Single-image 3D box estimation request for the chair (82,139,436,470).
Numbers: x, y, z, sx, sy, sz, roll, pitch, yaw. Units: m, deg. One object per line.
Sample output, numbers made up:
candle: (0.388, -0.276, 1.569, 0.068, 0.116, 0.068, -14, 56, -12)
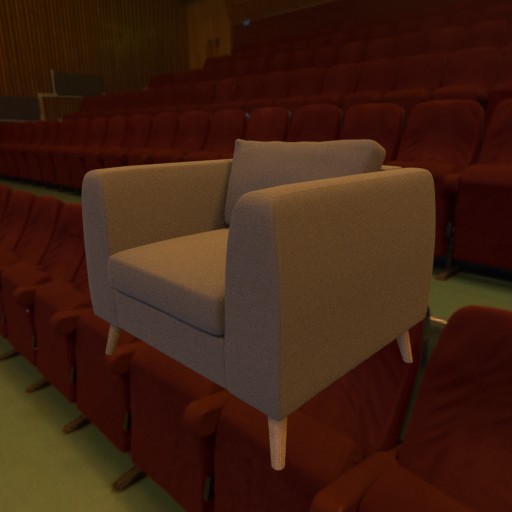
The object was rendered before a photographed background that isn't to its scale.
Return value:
chair: (0.000, 0.000, 1.688, 1.000, 0.860, 0.930, 15, 22, 42)
